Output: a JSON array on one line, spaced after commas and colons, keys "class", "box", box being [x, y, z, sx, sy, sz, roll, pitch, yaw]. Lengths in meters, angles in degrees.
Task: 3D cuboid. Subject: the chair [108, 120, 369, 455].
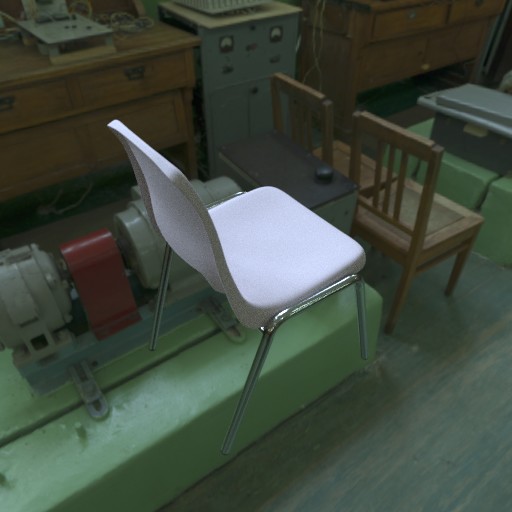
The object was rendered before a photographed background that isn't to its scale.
[{"class": "chair", "box": [0.000, 0.000, 0.922, 0.436, 0.653, 0.381, -27, 48, -27]}]
